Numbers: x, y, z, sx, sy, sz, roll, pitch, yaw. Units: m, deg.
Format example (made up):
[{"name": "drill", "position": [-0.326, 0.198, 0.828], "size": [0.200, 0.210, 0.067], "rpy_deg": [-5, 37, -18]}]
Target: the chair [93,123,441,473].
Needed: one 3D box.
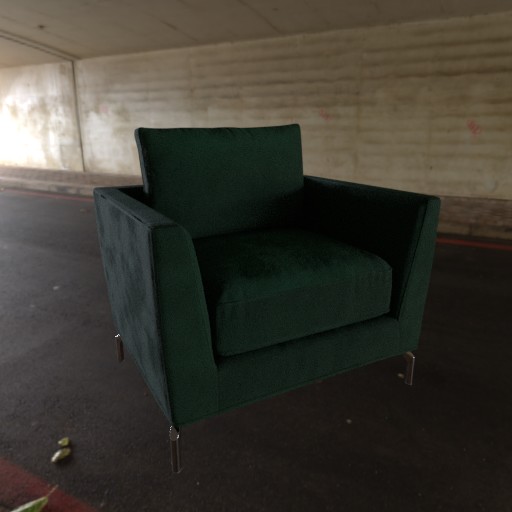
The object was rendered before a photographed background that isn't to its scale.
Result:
[{"name": "chair", "position": [0.000, 0.000, 1.734], "size": [1.047, 0.997, 0.852], "rpy_deg": [-9, 19, -28]}]
